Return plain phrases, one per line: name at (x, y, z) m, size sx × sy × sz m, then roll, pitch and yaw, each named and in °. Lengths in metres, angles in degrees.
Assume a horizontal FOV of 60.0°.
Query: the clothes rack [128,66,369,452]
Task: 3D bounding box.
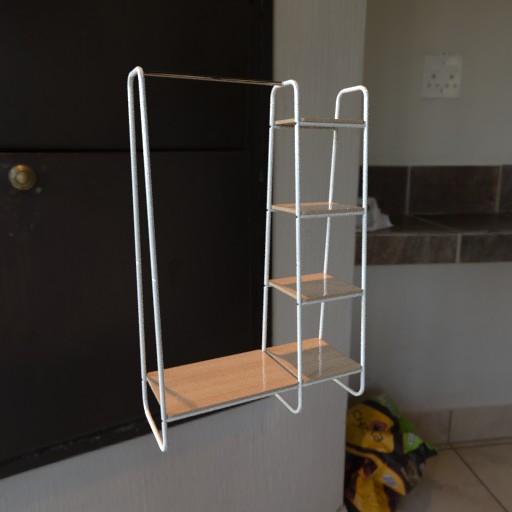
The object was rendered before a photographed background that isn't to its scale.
clothes rack at (0.000, 0.000, 2.001) m, size 1.011 × 1.500 × 0.400 m, roll -6°, pitch 14°, yaw -25°
